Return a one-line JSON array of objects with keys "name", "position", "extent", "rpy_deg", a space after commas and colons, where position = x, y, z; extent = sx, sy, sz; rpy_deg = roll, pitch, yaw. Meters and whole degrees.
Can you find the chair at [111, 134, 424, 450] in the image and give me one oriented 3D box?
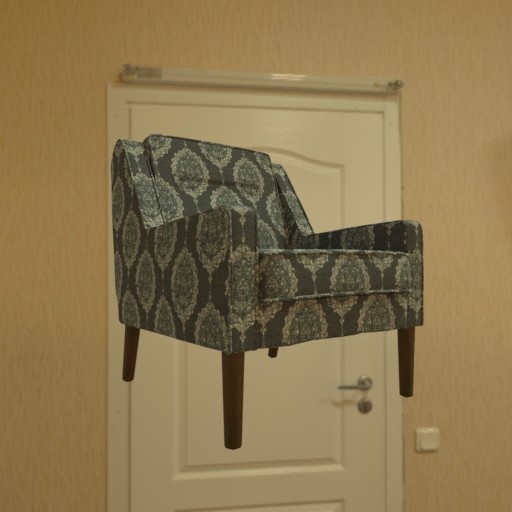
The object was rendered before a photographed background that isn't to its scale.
[{"name": "chair", "position": [0.000, 0.000, 1.329], "extent": [0.663, 0.792, 0.743], "rpy_deg": [0, -1, -36]}]
